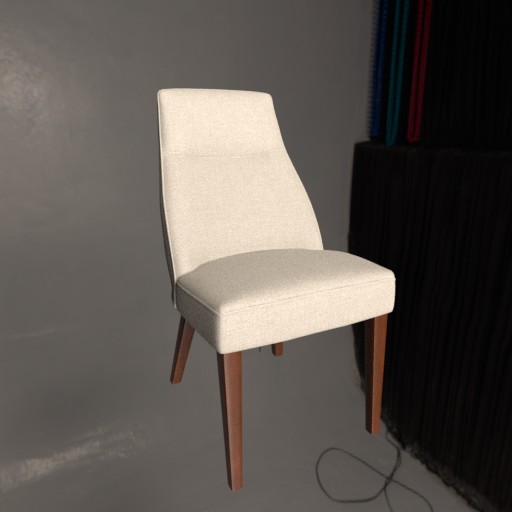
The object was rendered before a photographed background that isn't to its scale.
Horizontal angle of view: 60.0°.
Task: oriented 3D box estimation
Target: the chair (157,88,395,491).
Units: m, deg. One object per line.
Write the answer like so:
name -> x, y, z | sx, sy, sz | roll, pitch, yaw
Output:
chair -> 0.000, 0.000, 1.268 | 0.500, 0.930, 0.620 | -8, 18, -27
